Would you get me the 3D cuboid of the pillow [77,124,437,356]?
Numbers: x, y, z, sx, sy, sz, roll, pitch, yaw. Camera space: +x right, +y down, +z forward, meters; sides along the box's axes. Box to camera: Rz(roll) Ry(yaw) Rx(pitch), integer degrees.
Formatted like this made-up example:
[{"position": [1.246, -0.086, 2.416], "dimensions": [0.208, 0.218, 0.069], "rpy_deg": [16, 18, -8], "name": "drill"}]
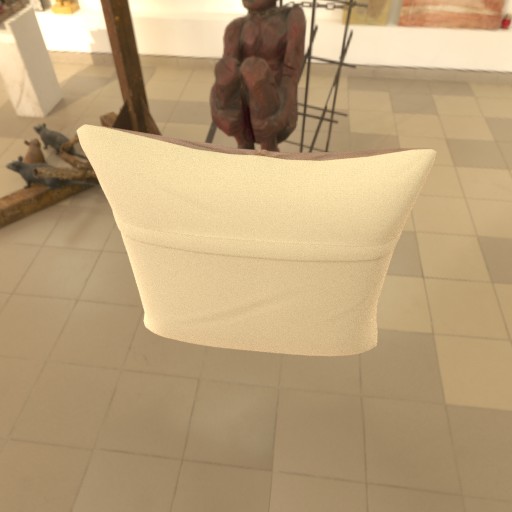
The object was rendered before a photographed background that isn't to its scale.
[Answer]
[{"position": [0.000, 0.000, 0.744], "dimensions": [0.484, 0.470, 0.192], "rpy_deg": [5, 47, 4], "name": "pillow"}]
